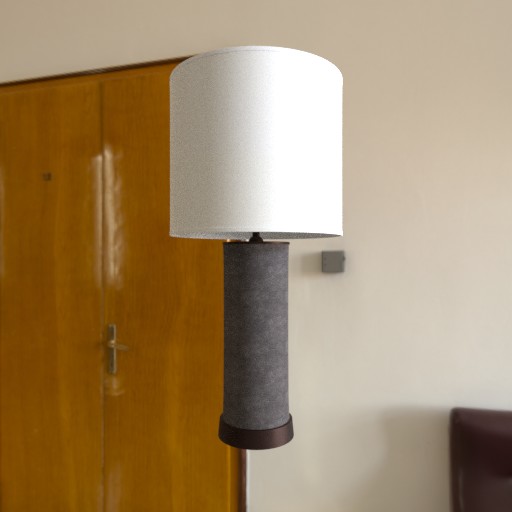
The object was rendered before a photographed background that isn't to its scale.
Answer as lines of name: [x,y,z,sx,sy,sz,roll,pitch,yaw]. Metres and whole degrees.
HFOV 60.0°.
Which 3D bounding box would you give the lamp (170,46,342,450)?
lamp: [0.000,0.000,0.785,0.301,0.630,0.301,0,0,-18]
